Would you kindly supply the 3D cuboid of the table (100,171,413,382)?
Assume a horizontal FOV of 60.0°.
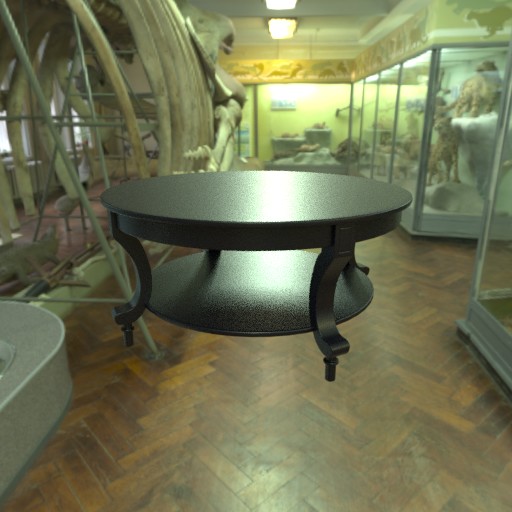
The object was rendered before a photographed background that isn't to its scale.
[{"bbox_3d":[0.000,0.000,1.604,1.029,0.491,1.029,0,18,0],"label":"table"}]
